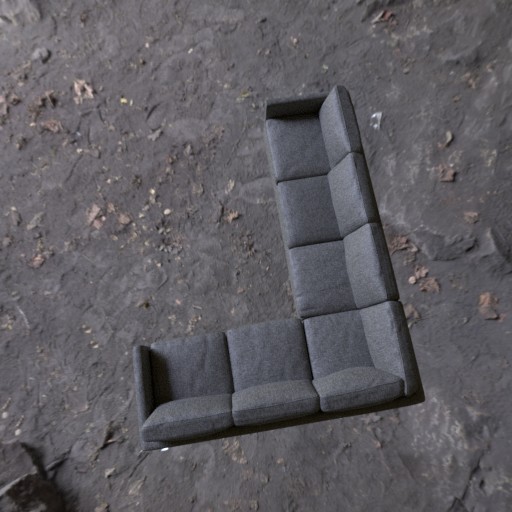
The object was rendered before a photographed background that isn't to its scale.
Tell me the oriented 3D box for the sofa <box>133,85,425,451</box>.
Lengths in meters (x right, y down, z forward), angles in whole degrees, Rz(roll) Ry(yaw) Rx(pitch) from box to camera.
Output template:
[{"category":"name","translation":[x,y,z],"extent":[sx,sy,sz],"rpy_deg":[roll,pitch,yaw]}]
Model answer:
[{"category":"sofa","translation":[0.000,0.000,4.535],"extent":[2.593,0.947,3.302],"rpy_deg":[-9,76,-2]}]
